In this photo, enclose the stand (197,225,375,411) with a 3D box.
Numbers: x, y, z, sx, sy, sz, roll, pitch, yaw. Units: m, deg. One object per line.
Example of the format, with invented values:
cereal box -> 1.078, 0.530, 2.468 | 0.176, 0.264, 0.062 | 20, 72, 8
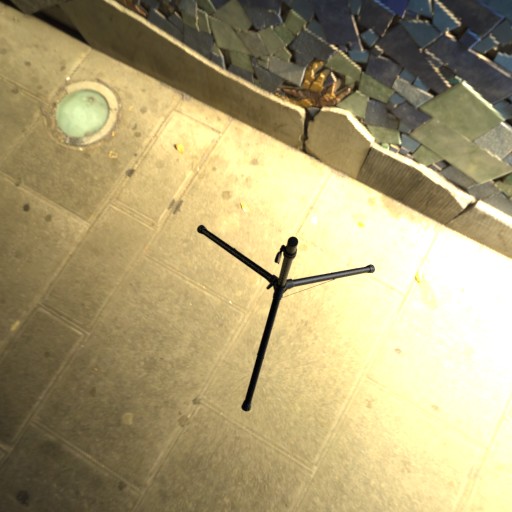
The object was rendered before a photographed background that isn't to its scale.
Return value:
stand -> 0.000, 0.000, 1.915 | 0.907, 1.136, 1.045 | 44, 79, 10
